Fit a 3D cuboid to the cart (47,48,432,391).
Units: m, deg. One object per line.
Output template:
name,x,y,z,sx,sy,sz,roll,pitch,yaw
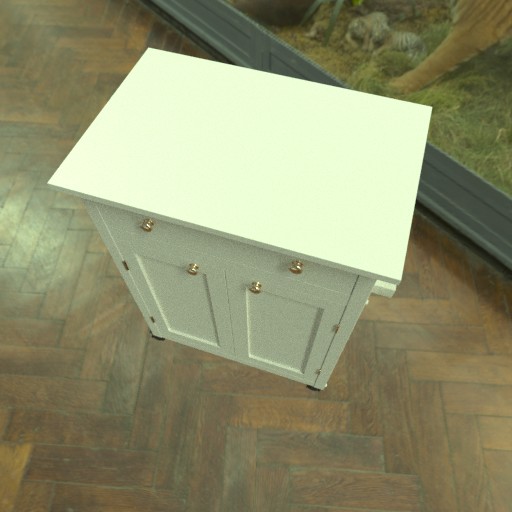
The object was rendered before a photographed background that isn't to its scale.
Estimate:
cart,0.000,0.000,1.257,0.683,0.864,0.442,16,60,9
